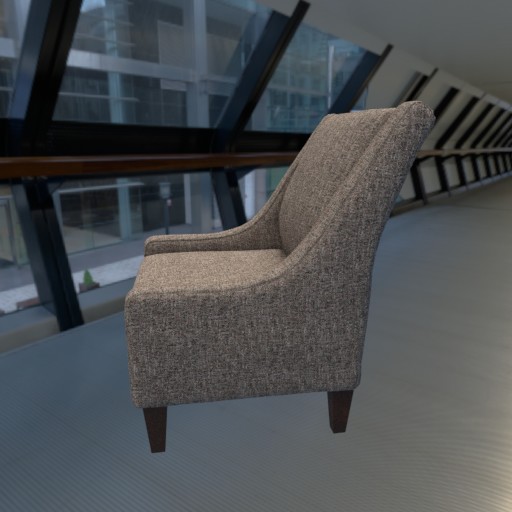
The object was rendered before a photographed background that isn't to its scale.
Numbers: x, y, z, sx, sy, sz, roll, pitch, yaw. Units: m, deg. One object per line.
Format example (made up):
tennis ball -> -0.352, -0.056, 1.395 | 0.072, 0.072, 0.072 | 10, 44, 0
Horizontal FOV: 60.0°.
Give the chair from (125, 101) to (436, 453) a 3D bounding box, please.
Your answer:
chair -> 0.000, 0.000, 1.595 | 0.870, 1.014, 0.774 | -2, 15, -9
